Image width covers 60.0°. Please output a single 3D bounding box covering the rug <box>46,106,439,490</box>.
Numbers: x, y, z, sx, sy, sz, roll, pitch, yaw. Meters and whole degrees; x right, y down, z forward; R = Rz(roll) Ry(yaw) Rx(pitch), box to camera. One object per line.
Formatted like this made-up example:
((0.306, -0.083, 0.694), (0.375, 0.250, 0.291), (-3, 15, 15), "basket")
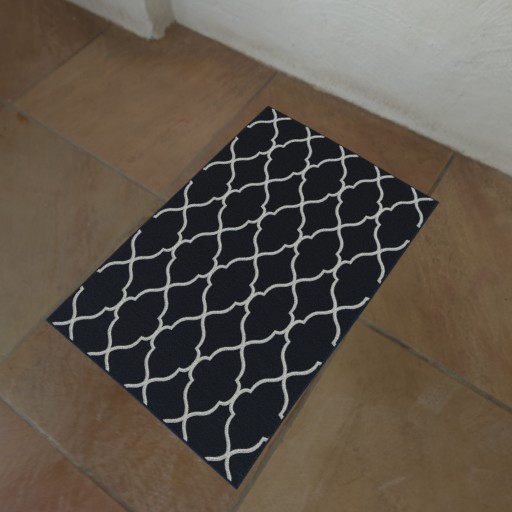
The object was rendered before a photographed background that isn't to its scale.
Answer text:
((0.000, 0.000, 2.931), (1.526, 0.014, 2.290), (34, 68, 16), "rug")
